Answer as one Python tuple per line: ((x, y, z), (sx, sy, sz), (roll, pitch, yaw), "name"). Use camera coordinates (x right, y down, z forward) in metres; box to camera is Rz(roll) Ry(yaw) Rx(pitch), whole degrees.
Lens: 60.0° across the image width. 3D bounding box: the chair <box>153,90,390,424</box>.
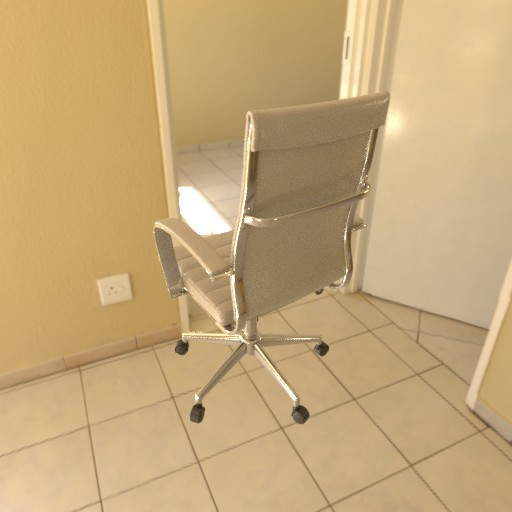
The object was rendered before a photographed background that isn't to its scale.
((0.000, 0.000, 1.564), (0.679, 1.149, 0.667), (-19, 35, -29), "chair")
